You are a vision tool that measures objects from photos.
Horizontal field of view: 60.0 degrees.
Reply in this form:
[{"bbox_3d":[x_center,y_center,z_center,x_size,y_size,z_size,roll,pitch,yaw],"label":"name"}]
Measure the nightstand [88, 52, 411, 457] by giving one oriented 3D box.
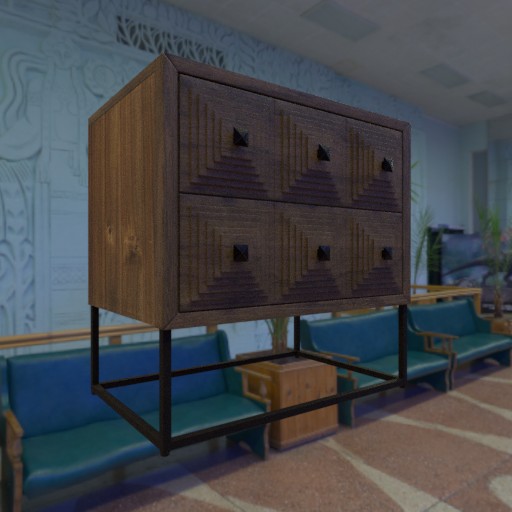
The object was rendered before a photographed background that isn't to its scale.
[{"bbox_3d":[0.000,0.000,0.987,0.610,0.610,0.437,0,0,-36],"label":"nightstand"}]
